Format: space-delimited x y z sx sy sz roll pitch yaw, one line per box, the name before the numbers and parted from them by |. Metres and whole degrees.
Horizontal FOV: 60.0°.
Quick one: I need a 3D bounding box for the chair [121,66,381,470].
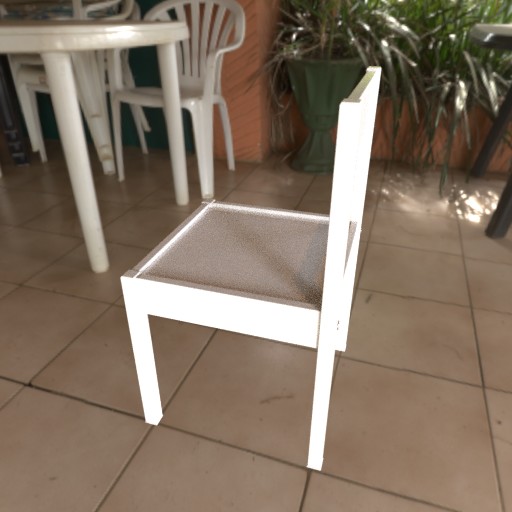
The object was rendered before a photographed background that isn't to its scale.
chair | 0.000 0.000 0.665 0.285 0.505 0.285 9 31 15
